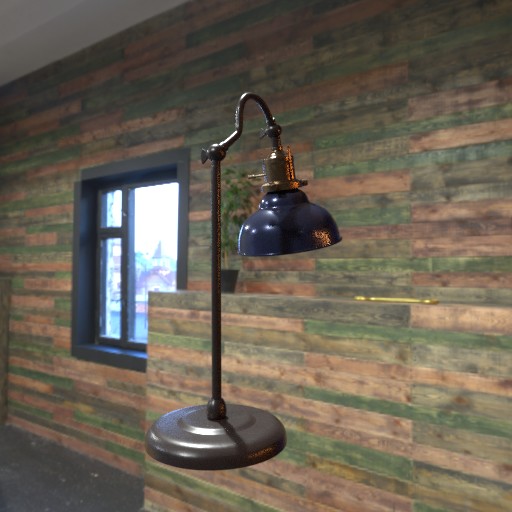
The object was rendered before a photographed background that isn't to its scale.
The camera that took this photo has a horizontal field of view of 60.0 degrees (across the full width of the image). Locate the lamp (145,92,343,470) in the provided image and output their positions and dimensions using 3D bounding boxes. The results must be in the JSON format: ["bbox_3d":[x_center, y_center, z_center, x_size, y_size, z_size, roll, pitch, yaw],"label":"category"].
[{"bbox_3d":[0.000,0.000,0.690,0.192,0.508,0.374,-1,-2,36],"label":"lamp"}]
